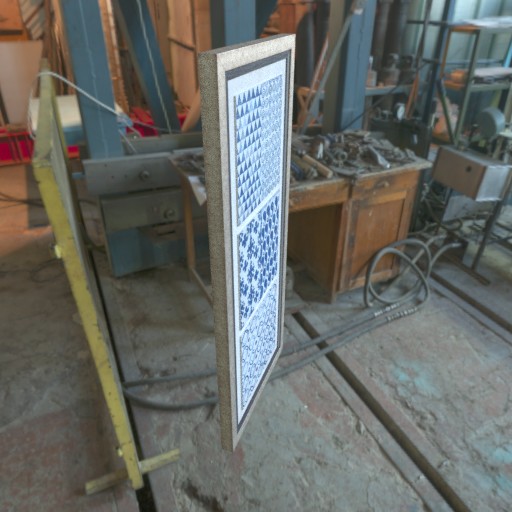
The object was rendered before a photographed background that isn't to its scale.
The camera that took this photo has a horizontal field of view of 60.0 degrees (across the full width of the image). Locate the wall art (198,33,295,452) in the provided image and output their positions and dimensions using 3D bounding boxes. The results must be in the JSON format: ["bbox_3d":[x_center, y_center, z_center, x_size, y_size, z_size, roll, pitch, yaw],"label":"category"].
[{"bbox_3d":[0.000,0.000,1.671,0.051,1.461,0.648,11,32,18],"label":"wall art"}]
